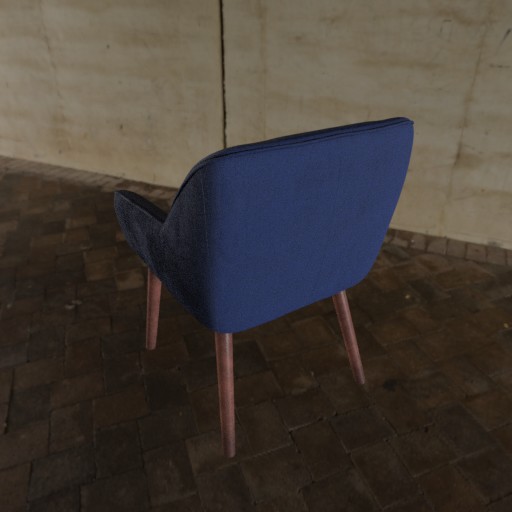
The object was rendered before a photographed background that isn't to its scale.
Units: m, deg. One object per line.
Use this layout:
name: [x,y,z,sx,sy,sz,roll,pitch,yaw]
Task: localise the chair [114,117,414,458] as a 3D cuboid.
chair: [0.000,0.000,1.249,0.600,0.820,0.600,-18,34,-28]
